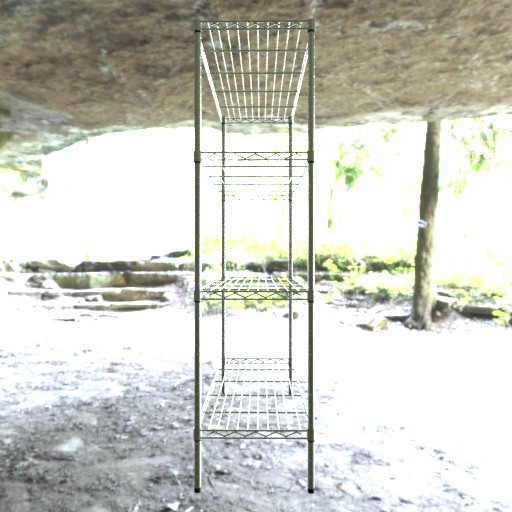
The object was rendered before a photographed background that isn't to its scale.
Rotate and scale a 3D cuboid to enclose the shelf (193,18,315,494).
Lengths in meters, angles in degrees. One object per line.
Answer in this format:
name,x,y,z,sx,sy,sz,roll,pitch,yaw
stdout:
shelf,0.000,0.000,1.719,0.352,1.360,0.907,0,0,1
